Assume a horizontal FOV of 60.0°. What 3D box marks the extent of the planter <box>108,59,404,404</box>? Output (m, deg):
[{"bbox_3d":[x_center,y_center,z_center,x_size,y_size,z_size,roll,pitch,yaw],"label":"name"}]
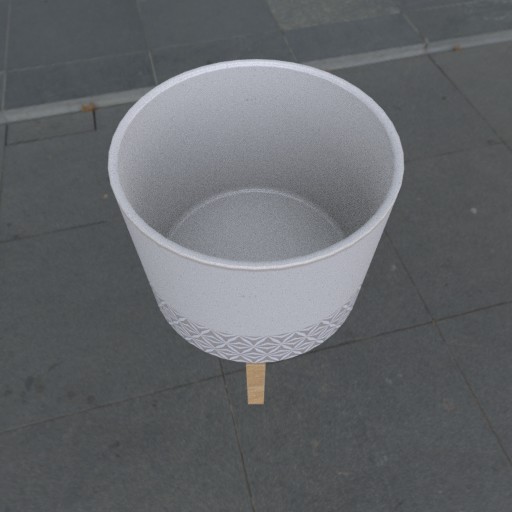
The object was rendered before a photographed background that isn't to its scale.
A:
[{"bbox_3d":[0.000,0.000,0.394,0.188,0.260,0.188,0,56,0],"label":"planter"}]
